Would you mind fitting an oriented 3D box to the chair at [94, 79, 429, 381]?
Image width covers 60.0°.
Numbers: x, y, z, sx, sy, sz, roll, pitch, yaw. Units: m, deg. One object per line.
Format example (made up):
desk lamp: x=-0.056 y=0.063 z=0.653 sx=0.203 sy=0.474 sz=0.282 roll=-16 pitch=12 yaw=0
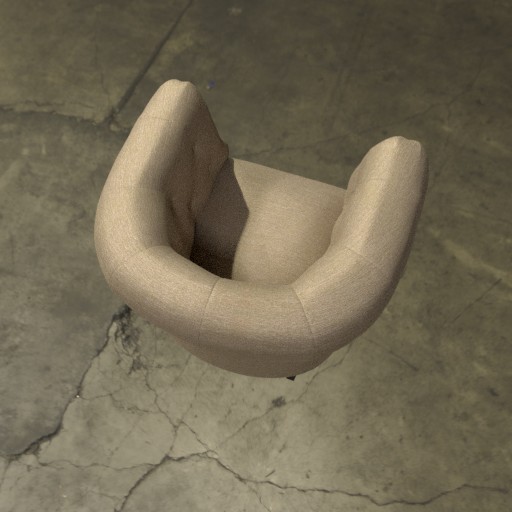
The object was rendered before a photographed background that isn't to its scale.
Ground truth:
chair: x=0.000 y=0.000 z=1.556 sx=0.905 sy=0.827 sz=0.852 roll=17 pitch=65 yaw=8
